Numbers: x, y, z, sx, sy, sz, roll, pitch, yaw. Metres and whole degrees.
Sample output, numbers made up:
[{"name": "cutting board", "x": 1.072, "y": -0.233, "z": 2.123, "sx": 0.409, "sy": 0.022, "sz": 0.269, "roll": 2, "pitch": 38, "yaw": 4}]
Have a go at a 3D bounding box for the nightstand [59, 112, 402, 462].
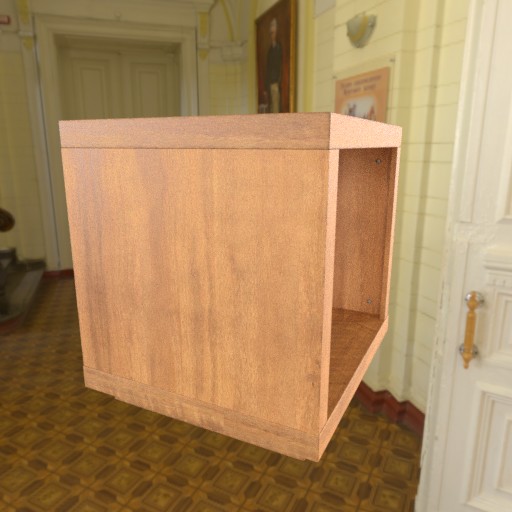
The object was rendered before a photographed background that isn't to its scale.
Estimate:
[{"name": "nightstand", "x": 0.000, "y": 0.000, "z": 0.858, "sx": 0.436, "sy": 0.491, "sz": 0.493, "roll": 7, "pitch": 16, "yaw": 26}]
